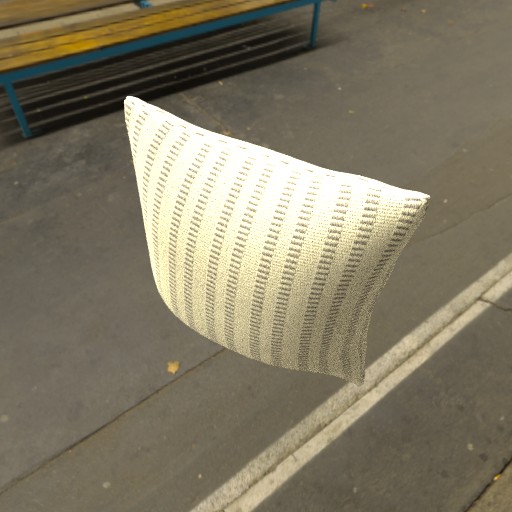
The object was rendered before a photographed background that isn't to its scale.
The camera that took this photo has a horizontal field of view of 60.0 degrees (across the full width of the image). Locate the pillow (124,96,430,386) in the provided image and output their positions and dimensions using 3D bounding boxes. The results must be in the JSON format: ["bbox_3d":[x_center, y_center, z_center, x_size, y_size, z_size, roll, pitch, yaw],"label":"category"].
[{"bbox_3d":[0.000,0.000,0.698,0.438,0.419,0.247,24,52,20],"label":"pillow"}]
